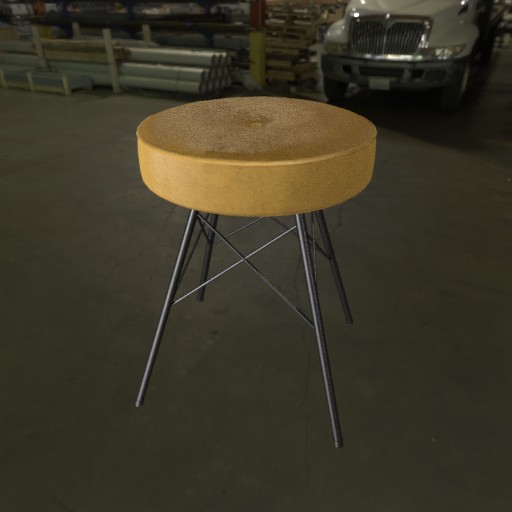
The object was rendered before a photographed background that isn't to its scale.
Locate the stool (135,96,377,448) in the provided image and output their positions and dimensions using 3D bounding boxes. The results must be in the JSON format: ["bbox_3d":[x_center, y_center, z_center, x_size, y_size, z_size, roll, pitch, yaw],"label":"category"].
[{"bbox_3d":[0.000,0.000,0.950,0.472,0.595,0.438,8,32,14],"label":"stool"}]
